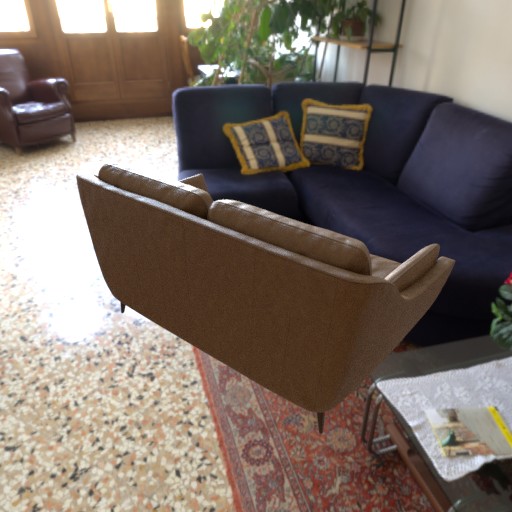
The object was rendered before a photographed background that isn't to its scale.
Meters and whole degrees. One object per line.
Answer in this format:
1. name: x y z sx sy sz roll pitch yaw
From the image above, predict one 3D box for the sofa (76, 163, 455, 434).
1. sofa: 0.000 0.000 2.316 1.731 0.886 0.981 22 37 32
